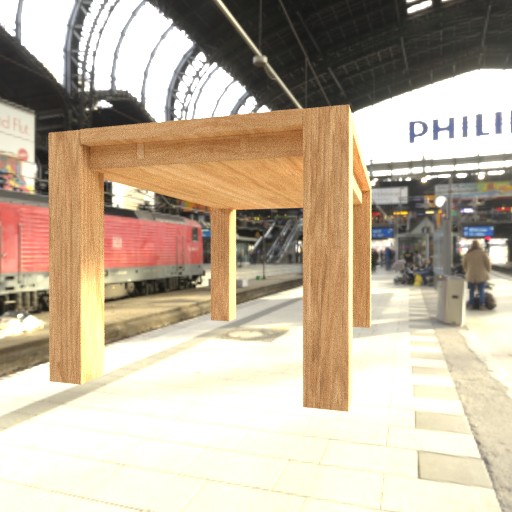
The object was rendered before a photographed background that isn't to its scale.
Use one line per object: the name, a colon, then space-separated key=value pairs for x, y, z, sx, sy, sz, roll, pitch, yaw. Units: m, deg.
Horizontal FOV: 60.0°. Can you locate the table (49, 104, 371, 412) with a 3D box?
table: x=0.000 y=0.000 z=1.891 sx=0.900 sy=0.760 sz=1.400 roll=0 pitch=0 yaw=17
